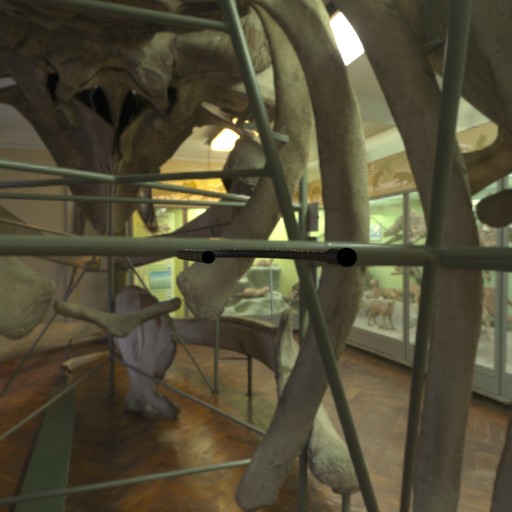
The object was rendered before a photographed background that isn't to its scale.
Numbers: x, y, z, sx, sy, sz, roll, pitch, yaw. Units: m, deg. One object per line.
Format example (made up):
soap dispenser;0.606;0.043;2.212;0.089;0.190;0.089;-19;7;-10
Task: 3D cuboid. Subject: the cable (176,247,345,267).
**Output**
cable;0.000;0.000;0.115;0.040;0.006;0.098;0;1;-17
